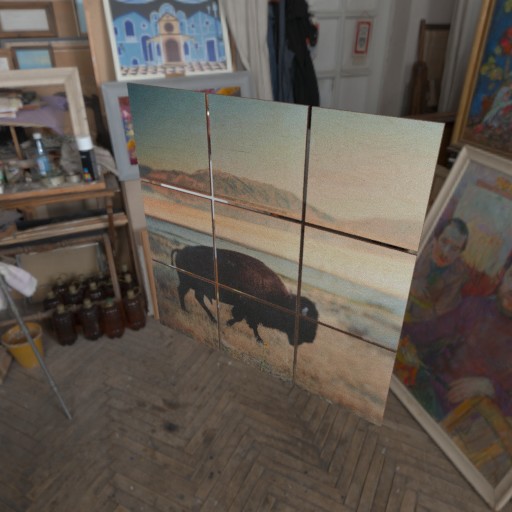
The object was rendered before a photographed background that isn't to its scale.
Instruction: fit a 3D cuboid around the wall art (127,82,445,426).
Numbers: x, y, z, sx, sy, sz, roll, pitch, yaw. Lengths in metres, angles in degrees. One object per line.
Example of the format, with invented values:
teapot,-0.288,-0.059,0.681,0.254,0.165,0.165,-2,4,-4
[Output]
wall art,0.000,0.000,2.253,1.533,1.532,0.019,18,35,28
